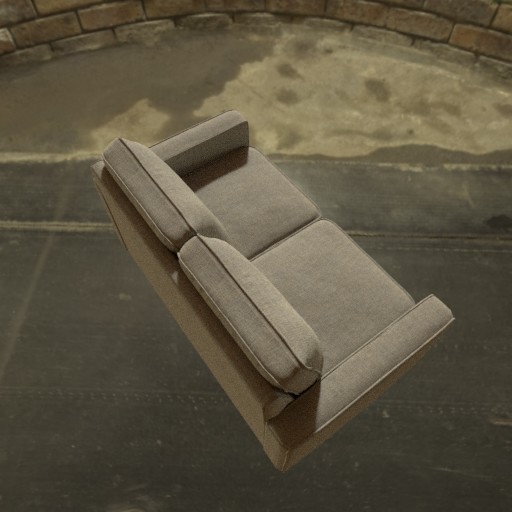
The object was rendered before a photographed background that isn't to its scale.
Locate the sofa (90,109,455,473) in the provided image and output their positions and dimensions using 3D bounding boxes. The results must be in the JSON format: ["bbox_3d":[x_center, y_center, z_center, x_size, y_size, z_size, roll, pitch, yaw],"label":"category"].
[{"bbox_3d":[0.000,0.000,2.231,0.945,0.915,1.706,-32,63,-19],"label":"sofa"}]
